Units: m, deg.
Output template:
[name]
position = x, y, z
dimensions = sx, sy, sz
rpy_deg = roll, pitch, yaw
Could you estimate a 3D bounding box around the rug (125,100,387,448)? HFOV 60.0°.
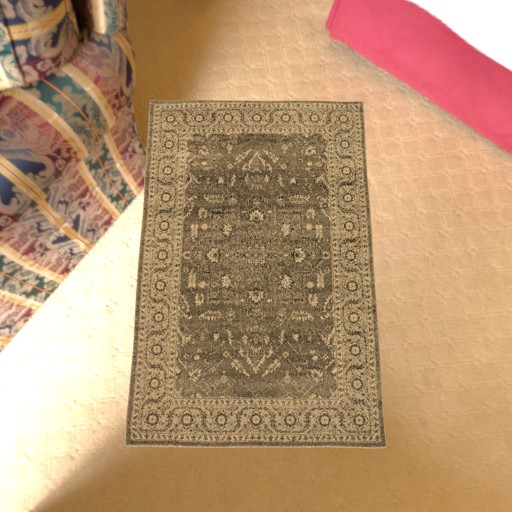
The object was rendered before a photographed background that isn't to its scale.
[rug]
position = 0.000, 0.000, 2.275
dimensions = 1.209, 0.019, 1.828
rpy_deg = 0, 75, 0
